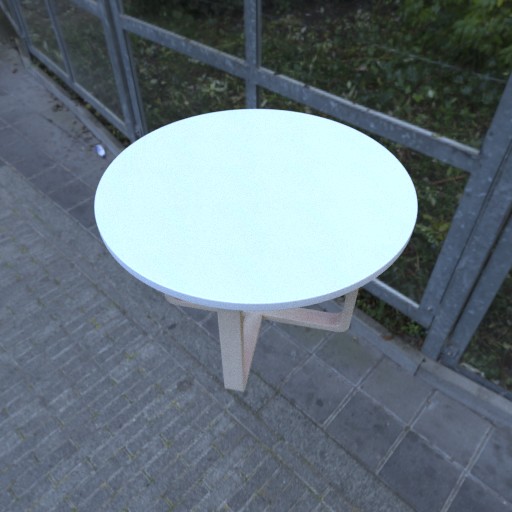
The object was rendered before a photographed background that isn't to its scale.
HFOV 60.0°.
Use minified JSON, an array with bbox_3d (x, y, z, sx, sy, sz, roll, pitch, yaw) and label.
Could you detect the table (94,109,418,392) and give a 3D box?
[{"bbox_3d":[0.000,0.000,0.989,0.600,0.400,0.600,0,45,0],"label":"table"}]
